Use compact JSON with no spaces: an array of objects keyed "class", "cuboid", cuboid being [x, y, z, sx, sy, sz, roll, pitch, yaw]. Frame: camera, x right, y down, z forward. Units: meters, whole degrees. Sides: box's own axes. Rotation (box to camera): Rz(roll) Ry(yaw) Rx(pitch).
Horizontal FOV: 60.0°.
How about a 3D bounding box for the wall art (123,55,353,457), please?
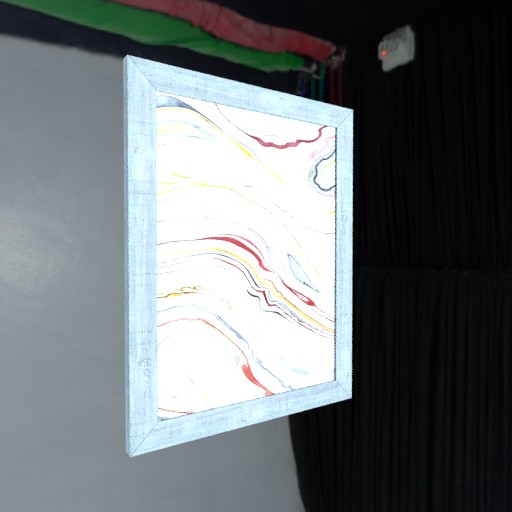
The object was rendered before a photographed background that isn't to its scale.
[{"class":"wall art","cuboid":[0.000,0.000,0.817,0.481,0.613,0.020,-1,1,-34]}]
